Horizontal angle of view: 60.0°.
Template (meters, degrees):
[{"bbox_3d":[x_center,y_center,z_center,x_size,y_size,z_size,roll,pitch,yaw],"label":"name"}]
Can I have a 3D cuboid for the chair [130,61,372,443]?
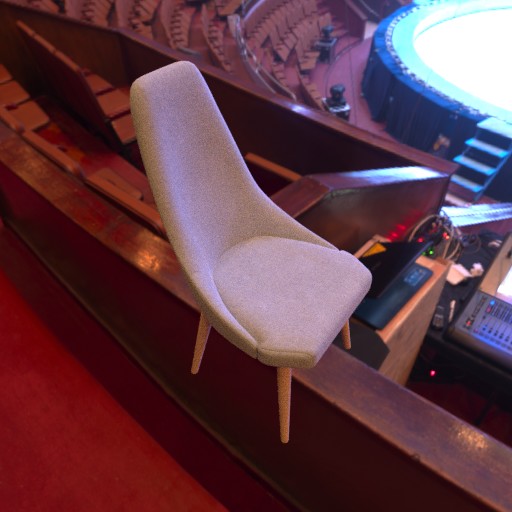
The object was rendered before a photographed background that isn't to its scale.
[{"bbox_3d":[0.000,0.000,1.414,0.660,1.040,0.510,25,48,25],"label":"chair"}]
